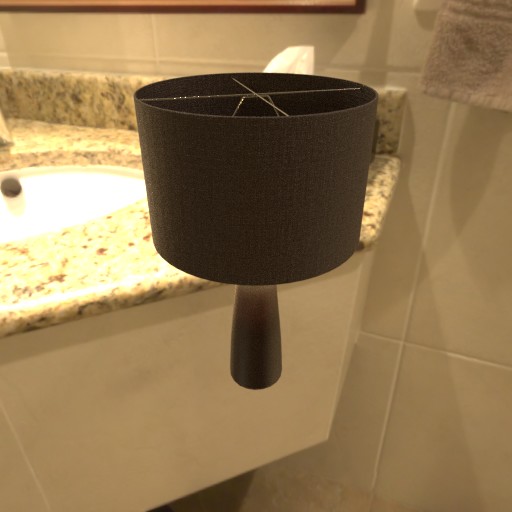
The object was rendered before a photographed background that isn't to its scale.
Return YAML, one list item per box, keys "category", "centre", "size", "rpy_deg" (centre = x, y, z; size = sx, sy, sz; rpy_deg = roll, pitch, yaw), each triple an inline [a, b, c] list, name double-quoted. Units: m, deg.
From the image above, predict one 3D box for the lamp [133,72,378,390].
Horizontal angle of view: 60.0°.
- category: "lamp"
  centre: [0.000, 0.000, 0.685]
  size: [0.303, 0.488, 0.303]
  rpy_deg: [0, 30, 0]
